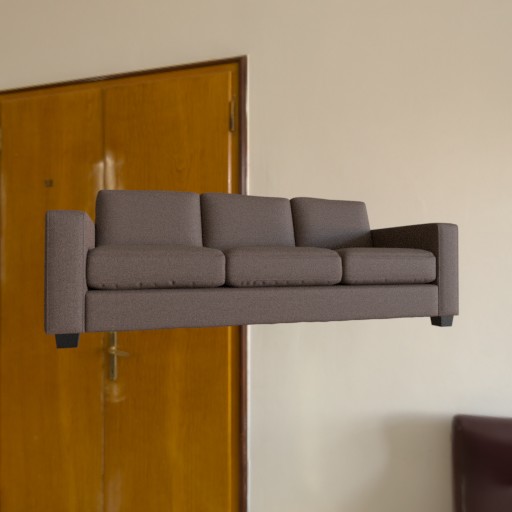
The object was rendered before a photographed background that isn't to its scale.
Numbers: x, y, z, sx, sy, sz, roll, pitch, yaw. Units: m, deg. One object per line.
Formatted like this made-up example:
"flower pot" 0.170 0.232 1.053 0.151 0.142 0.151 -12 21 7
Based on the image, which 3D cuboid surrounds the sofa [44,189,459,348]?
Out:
"sofa" 0.000 0.000 2.602 2.160 0.806 0.900 0 -1 -18
